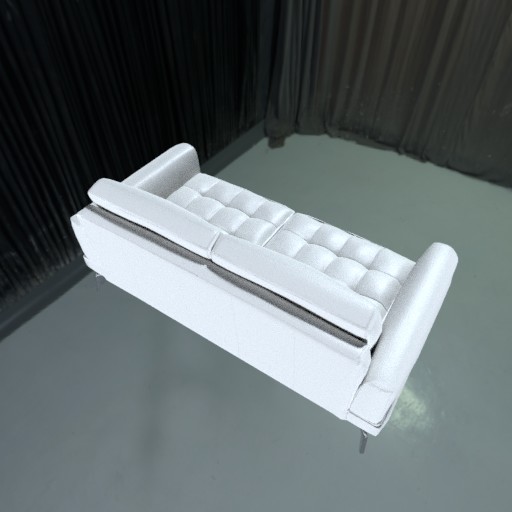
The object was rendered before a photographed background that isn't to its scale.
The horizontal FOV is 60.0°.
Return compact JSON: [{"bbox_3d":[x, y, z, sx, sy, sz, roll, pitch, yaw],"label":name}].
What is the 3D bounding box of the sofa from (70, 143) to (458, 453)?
[{"bbox_3d":[0.000,0.000,2.760,2.177,0.930,1.121,26,51,22],"label":"sofa"}]
